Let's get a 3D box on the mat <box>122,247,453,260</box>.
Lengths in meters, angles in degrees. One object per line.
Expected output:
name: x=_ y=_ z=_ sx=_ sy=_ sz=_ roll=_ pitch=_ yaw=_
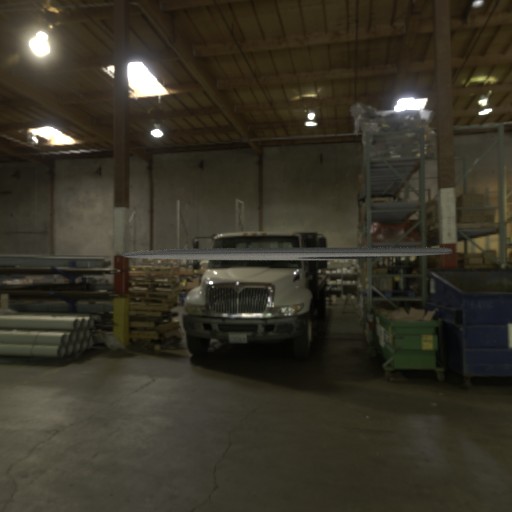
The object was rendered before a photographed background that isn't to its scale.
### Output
mat: x=0.000 y=0.000 z=1.624 sx=0.917 sy=0.016 sz=1.220 roll=0 pitch=-1 yaw=-1
